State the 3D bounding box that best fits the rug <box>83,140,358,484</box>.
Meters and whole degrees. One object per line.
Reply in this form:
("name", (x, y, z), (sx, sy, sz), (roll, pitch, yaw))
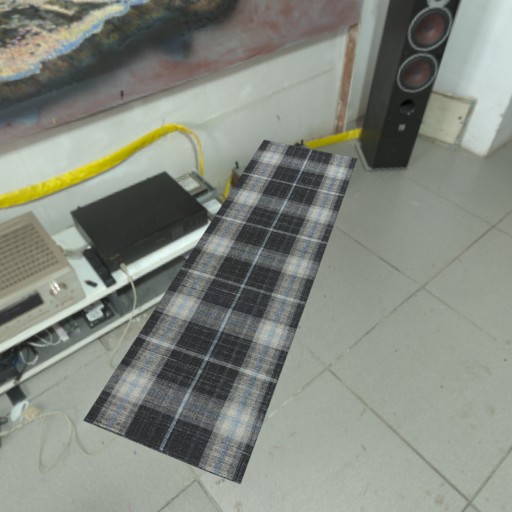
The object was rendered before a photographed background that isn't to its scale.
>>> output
("rug", (0.000, 0.000, 2.669), (0.760, 0.012, 2.434), (15, 49, 14))
